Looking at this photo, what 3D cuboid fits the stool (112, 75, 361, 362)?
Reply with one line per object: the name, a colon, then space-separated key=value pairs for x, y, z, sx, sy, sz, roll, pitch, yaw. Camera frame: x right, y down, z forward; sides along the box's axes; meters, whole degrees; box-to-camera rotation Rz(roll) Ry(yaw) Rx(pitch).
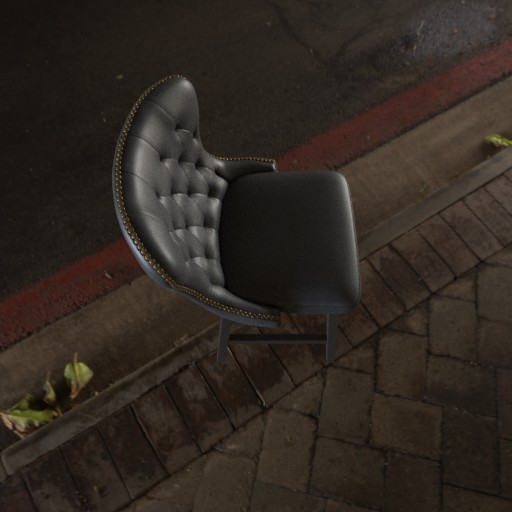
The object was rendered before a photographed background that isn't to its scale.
stool: x=0.000 y=0.000 z=1.341 sx=0.593 sy=0.971 sz=0.528 roll=0 pitch=64 yaw=0
